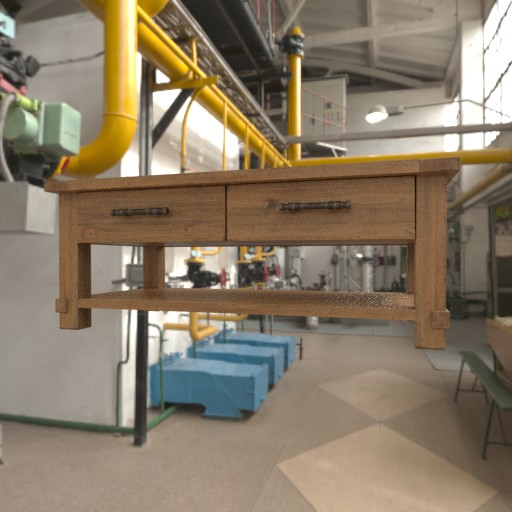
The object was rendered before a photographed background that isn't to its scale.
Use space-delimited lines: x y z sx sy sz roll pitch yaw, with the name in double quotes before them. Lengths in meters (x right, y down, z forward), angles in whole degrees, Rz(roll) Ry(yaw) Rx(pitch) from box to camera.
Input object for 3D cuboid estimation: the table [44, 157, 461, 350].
"table" 0.000 0.000 1.612 1.270 0.494 0.693 0 0 17
